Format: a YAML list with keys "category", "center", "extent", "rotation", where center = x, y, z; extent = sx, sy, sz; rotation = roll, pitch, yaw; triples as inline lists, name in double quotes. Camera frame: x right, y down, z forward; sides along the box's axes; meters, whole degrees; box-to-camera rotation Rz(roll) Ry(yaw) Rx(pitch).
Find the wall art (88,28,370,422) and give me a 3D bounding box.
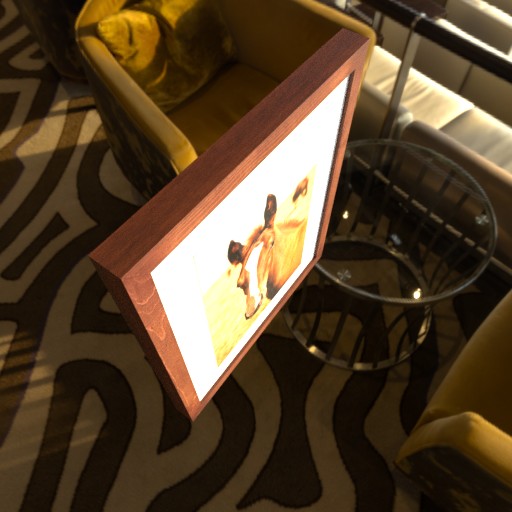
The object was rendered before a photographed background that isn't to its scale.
- category: "wall art"
  center: [0.000, 0.000, 0.516]
  extent: [0.030, 0.381, 0.330]
  rotation: [31, 62, 19]
